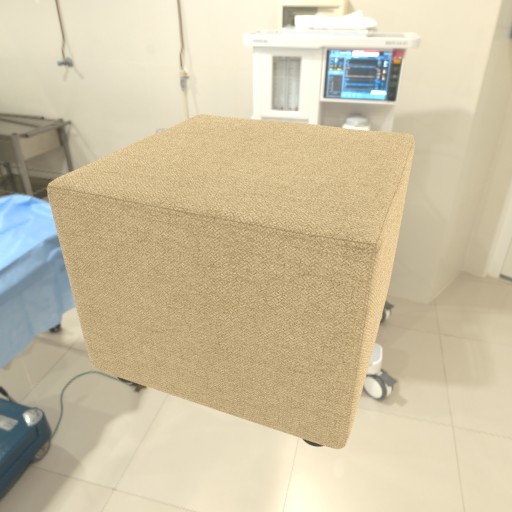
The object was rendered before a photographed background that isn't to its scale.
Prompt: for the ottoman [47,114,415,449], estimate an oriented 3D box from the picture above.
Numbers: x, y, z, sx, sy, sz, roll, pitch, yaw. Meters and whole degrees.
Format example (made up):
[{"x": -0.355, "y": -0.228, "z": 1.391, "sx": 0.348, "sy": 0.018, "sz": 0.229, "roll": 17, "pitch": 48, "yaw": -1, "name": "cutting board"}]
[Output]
[{"x": 0.000, "y": 0.000, "z": 0.876, "sx": 0.508, "sy": 0.432, "sz": 0.508, "roll": 11, "pitch": 32, "yaw": 19, "name": "ottoman"}]
